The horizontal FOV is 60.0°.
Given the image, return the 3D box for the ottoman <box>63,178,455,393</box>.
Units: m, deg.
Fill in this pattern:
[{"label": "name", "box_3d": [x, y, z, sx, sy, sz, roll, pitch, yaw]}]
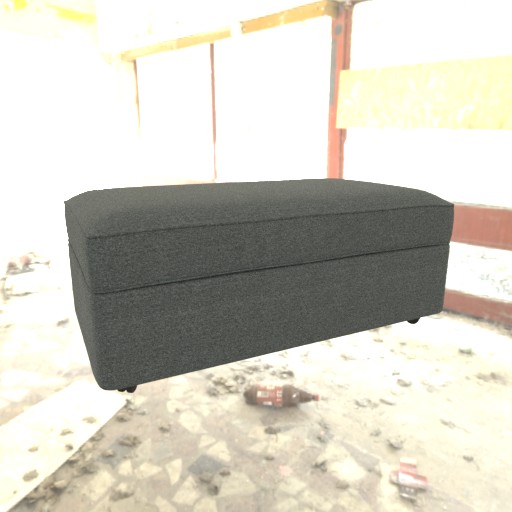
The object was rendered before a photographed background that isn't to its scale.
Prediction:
[{"label": "ottoman", "box_3d": [0.000, 0.000, 1.547, 1.173, 0.494, 0.681, -7, 16, -26]}]
